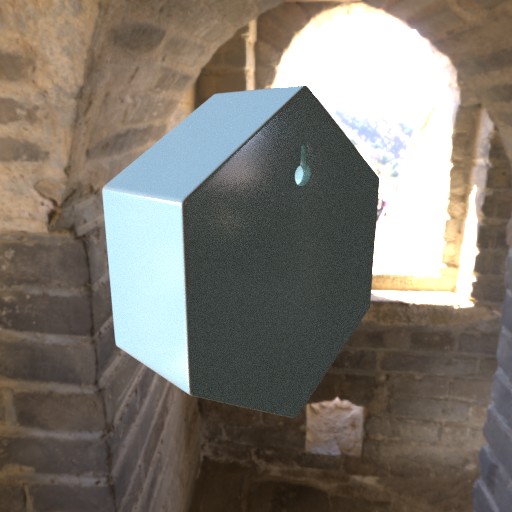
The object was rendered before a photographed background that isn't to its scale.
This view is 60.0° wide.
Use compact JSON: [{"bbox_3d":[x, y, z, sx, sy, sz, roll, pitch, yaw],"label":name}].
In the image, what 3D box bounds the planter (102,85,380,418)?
[{"bbox_3d":[0.000,0.000,0.293,0.169,0.207,0.078,-14,21,-43],"label":"planter"}]
